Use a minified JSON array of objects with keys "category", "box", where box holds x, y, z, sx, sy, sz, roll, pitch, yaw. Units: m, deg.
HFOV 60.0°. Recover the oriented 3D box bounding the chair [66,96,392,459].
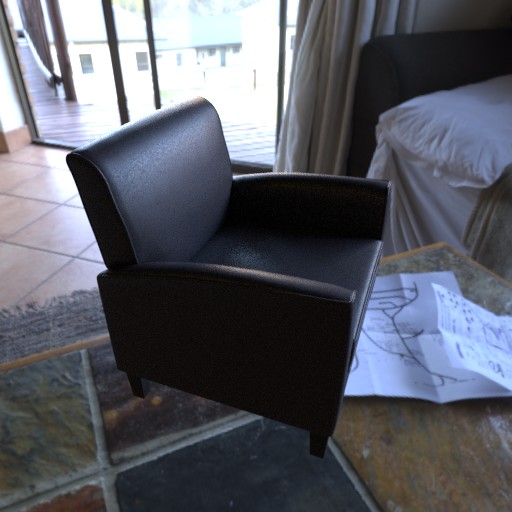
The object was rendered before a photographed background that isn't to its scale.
[{"category":"chair","box":[0.000,0.000,1.572,0.819,0.916,0.820,11,34,18]}]
